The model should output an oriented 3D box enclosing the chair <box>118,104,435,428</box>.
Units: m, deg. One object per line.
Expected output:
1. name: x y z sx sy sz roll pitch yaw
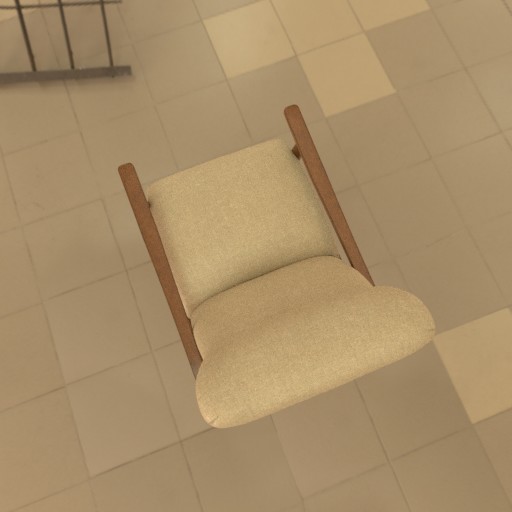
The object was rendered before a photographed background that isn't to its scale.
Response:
1. chair: 0.000 0.000 1.727 0.762 1.082 1.030 -21 76 -5
